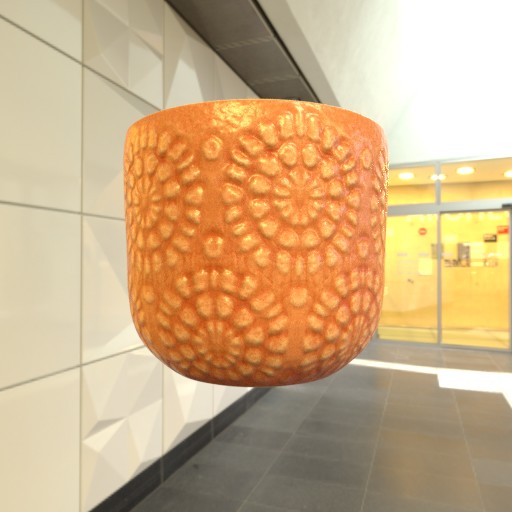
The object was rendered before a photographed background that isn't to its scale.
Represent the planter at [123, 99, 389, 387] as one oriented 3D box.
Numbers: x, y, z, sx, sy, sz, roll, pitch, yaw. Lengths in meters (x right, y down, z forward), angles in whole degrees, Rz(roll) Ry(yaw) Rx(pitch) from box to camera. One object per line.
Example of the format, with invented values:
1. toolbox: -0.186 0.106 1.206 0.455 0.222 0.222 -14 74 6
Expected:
1. planter: 0.000 0.000 0.215 0.124 0.109 0.124 0 -1 0
